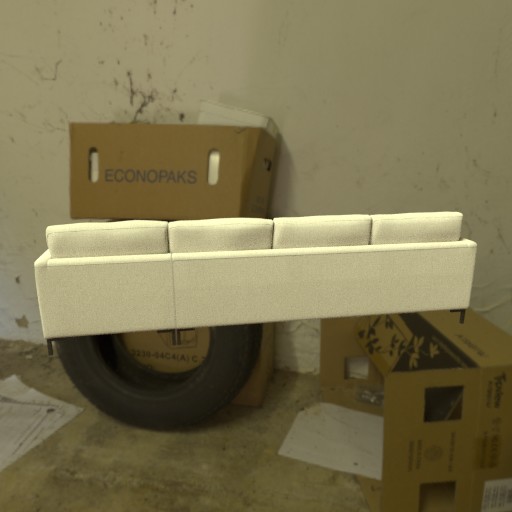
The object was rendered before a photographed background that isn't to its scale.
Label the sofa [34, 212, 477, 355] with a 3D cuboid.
[{"bbox_3d":[0.000,0.000,2.924,2.445,0.677,1.126,-3,15,-9],"label":"sofa"}]
